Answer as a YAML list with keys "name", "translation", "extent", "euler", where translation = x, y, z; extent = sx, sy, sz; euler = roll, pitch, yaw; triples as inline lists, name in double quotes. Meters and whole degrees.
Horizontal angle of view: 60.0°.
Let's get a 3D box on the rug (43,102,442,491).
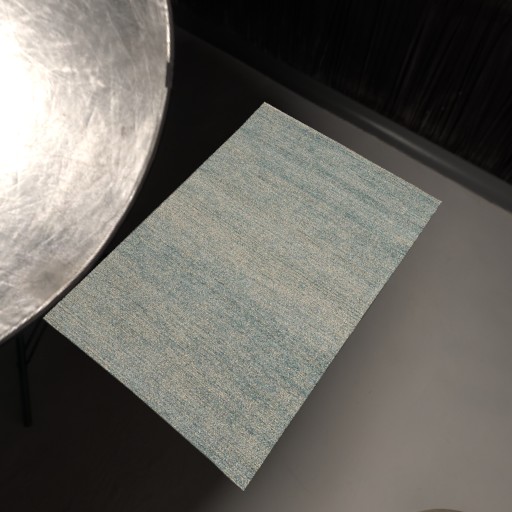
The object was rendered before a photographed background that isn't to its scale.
- name: "rug"
  translation: [0.000, 0.000, 5.222]
  extent: [2.802, 0.052, 4.078]
  euler: [34, 68, 16]
